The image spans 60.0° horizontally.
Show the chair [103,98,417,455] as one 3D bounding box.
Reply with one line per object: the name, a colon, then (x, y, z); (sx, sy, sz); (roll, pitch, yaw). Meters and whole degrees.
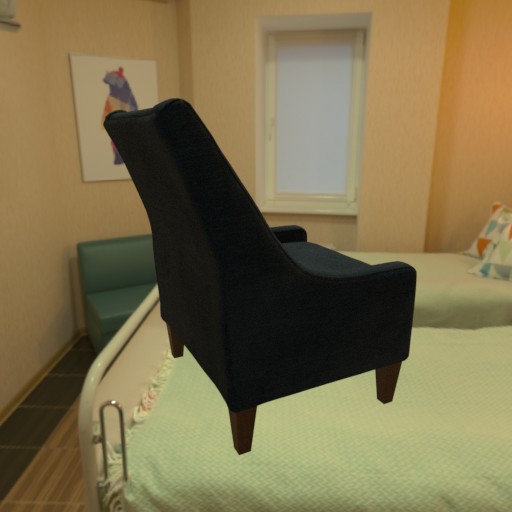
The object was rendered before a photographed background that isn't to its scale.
chair: (0.000, 0.000, 1.600); (0.870, 1.014, 0.774); (-8, 18, -26)
